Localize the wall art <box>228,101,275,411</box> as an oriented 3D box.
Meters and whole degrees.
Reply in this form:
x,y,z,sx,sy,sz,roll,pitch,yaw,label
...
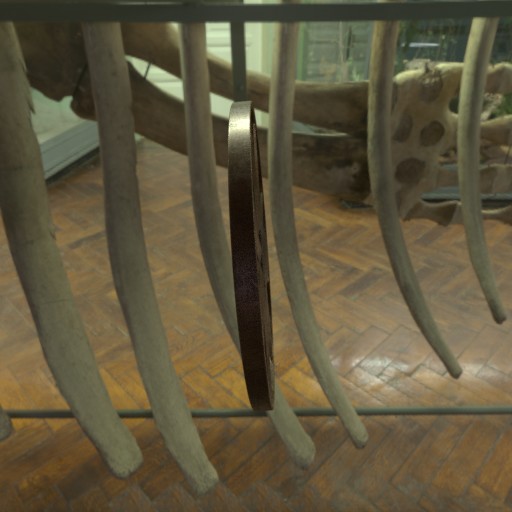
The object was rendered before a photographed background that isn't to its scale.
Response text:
x,y,z,sx,sy,sz,roll,pitch,yaw,label
0.000,0.000,0.882,0.084,0.583,0.582,0,32,0,wall art
